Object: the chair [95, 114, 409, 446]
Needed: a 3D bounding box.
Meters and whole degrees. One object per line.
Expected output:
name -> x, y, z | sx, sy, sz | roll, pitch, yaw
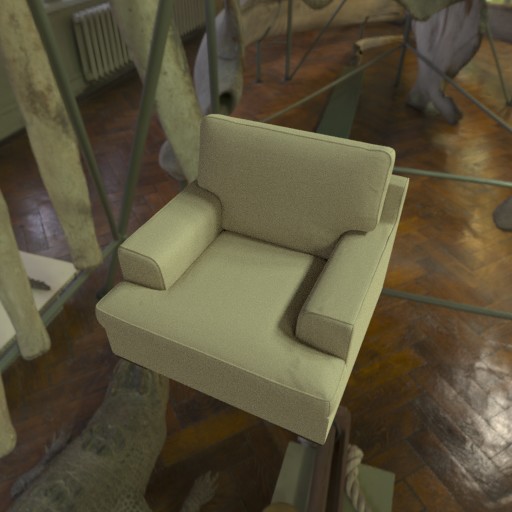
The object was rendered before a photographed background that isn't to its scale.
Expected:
chair -> 0.000, 0.000, 2.188 | 1.293, 1.005, 1.274 | 12, 41, 14
